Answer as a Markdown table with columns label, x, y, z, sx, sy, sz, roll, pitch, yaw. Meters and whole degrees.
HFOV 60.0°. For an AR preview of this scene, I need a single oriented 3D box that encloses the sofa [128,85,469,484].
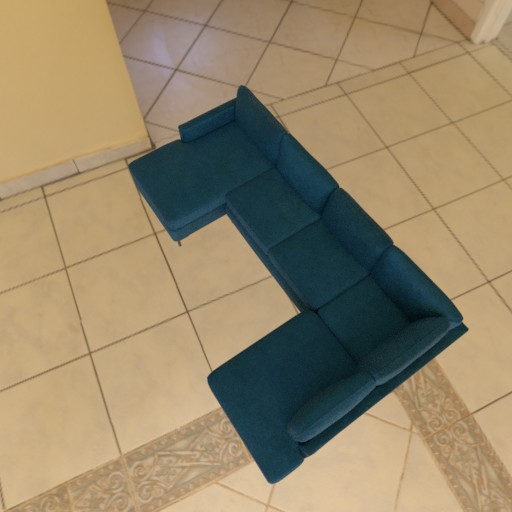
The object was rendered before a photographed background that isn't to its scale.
| label | x | y | z | sx | sy | sz | roll | pitch | yaw |
| --- | --- | --- | --- | --- | --- | --- | --- | --- | --- |
| sofa | 0.000 | 0.000 | 4.306 | 2.055 | 0.992 | 3.434 | -31 | 67 | -15 |
